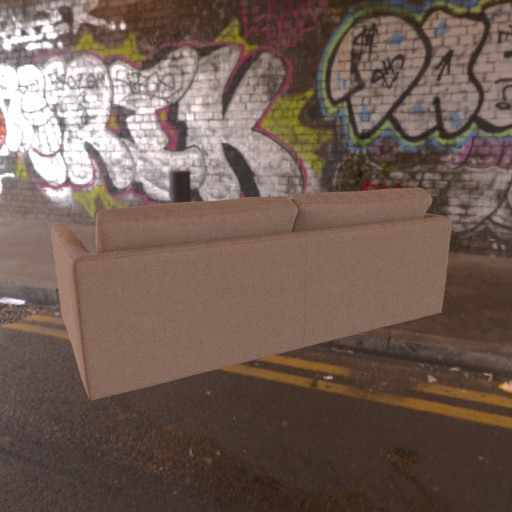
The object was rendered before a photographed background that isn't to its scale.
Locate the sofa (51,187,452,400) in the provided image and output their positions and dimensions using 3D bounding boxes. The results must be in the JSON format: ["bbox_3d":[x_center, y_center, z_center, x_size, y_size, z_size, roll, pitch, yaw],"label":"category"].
[{"bbox_3d":[0.000,0.000,2.783,2.588,0.838,1.090,-7,16,-27],"label":"sofa"}]
